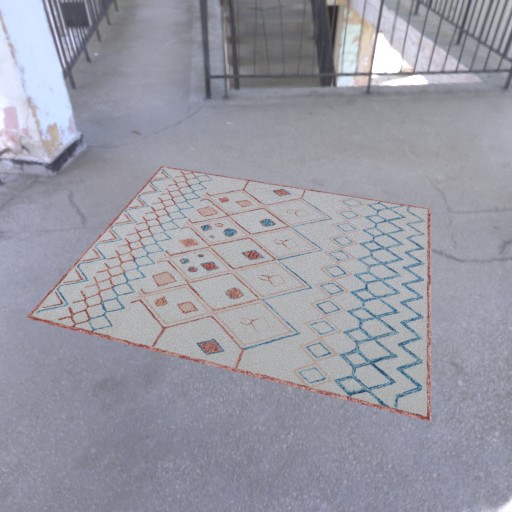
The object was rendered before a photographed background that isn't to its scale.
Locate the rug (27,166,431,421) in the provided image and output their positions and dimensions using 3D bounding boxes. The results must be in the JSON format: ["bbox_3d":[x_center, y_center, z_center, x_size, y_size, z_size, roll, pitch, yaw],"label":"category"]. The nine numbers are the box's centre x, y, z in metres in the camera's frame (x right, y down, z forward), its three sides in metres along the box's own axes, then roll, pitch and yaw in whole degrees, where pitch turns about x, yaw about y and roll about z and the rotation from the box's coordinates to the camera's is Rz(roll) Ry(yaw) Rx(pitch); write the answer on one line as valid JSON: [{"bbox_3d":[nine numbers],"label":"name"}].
[{"bbox_3d":[0.000,0.000,4.037,3.050,0.016,2.441,11,43,12],"label":"rug"}]
